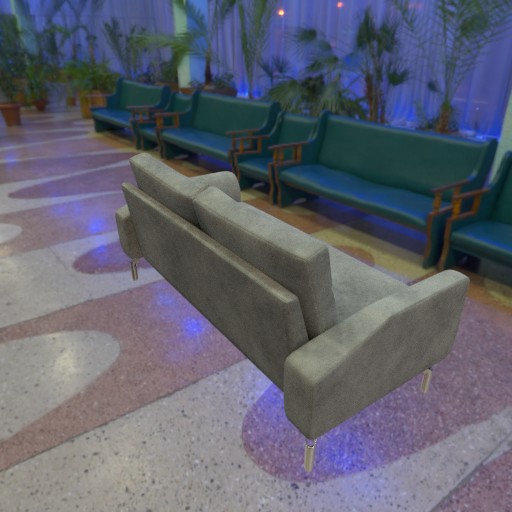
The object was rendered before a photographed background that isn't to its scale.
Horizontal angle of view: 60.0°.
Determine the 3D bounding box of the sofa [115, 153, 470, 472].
[{"bbox_3d":[0.000,0.000,2.298,0.849,0.859,1.837,-18,32,-31],"label":"sofa"}]
